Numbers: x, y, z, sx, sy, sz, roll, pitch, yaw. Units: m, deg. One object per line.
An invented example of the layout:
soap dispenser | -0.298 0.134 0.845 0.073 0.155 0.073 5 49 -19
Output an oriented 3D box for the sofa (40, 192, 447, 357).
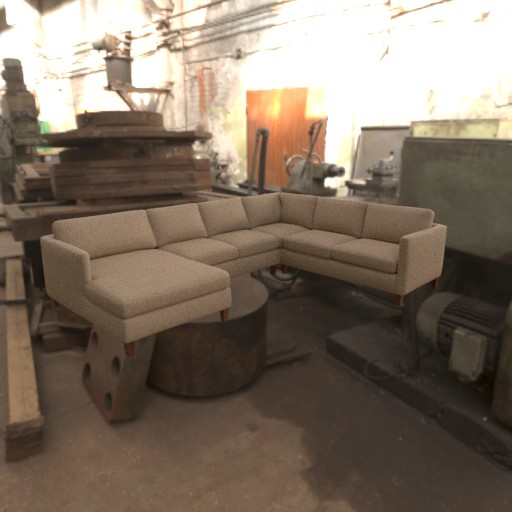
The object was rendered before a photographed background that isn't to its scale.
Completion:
sofa | 0.000 0.000 4.577 3.403 0.889 2.551 -14 21 -43
